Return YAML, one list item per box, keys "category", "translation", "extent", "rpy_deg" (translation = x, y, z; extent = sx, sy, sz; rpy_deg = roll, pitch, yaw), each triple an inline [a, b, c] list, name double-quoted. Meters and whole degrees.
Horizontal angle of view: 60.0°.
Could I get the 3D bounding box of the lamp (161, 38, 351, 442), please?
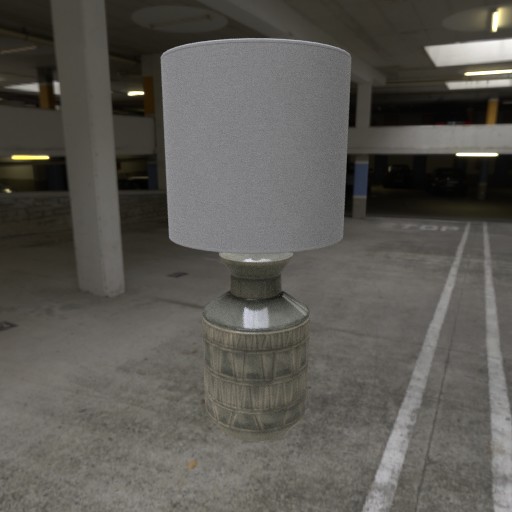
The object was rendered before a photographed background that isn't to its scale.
- category: "lamp"
  translation: [0.000, 0.000, 0.555]
  extent: [0.211, 0.455, 0.211]
  rpy_deg: [7, 15, 26]
